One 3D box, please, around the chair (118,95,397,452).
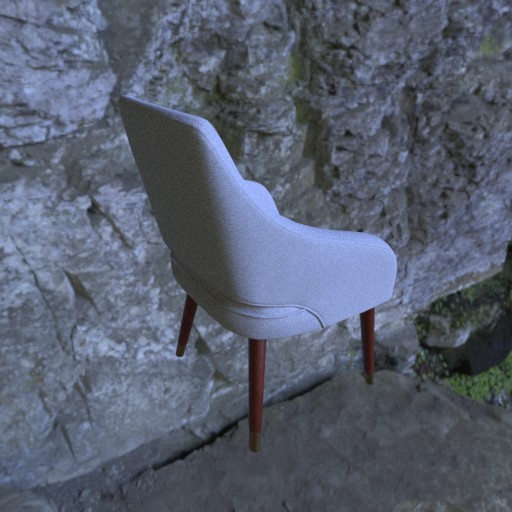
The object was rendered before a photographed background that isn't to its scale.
[{"bbox_3d":[0.000,0.000,1.276,0.600,0.889,0.609,-17,32,-30],"label":"chair"}]
